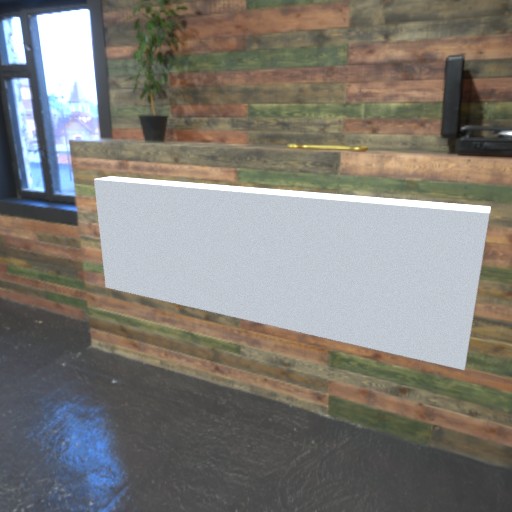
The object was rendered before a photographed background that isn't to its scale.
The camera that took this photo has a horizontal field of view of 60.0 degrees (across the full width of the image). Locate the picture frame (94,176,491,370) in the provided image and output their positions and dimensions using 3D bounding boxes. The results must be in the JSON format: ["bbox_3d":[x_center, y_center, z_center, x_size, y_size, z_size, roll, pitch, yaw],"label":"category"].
[{"bbox_3d":[0.000,0.000,0.841,0.759,0.250,0.050,9,19,26],"label":"picture frame"}]
